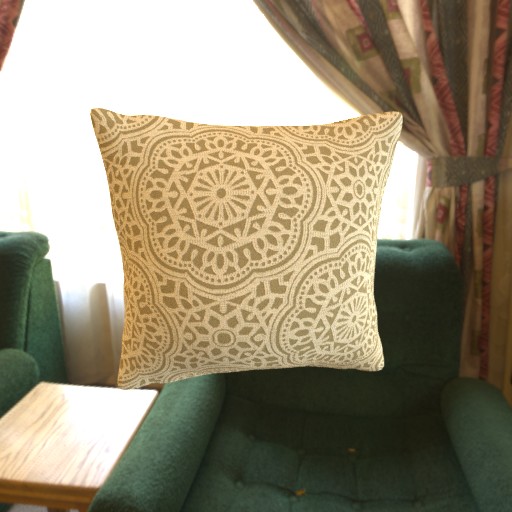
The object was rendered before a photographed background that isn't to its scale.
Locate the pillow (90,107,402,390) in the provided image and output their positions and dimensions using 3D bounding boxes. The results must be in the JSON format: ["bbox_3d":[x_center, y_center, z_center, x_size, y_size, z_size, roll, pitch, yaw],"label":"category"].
[{"bbox_3d":[0.000,0.000,0.666,0.438,0.421,0.167,-2,16,-8],"label":"pillow"}]
